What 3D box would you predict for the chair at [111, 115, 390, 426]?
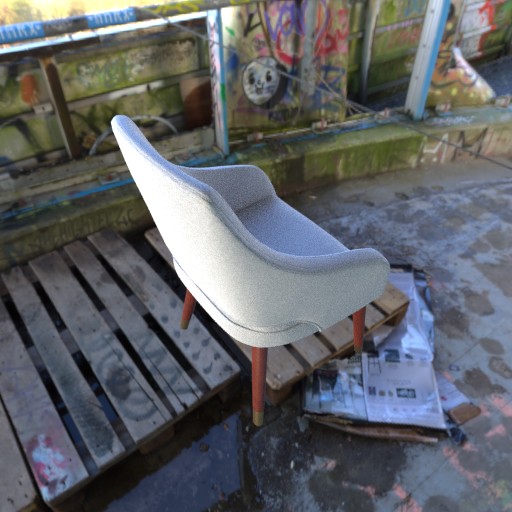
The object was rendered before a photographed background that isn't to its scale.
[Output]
[{"bbox_3d":[0.000,0.000,1.325,0.600,0.889,0.609,-26,48,-26],"label":"chair"}]
